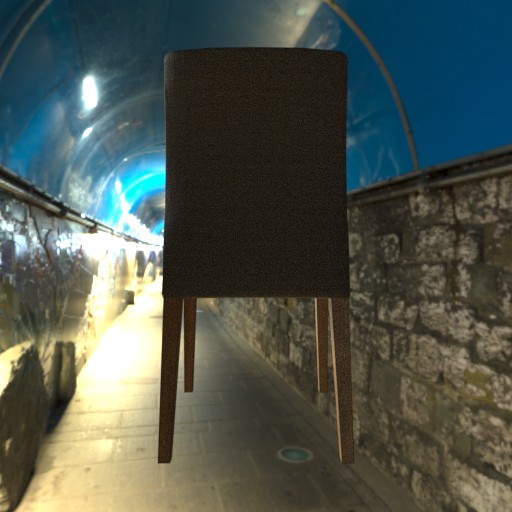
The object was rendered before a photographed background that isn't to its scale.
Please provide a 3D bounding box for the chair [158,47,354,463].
[{"bbox_3d":[0.000,0.000,1.265,0.496,0.940,0.585,0,0,0],"label":"chair"}]
